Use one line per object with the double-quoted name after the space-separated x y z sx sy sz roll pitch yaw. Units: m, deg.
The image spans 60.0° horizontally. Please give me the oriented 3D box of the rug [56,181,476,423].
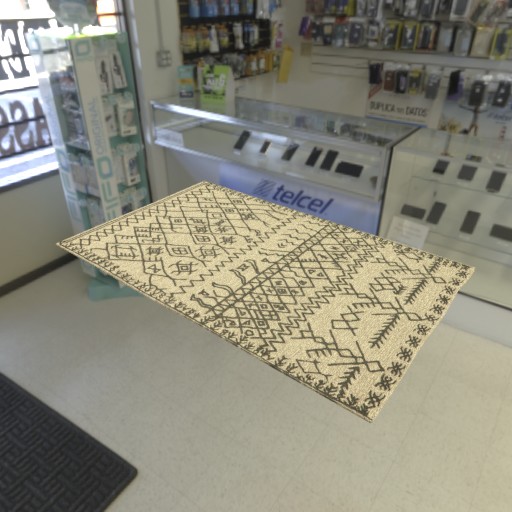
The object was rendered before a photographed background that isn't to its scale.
0.000 0.000 3.024 2.444 0.012 1.530 22 38 32 "rug"
